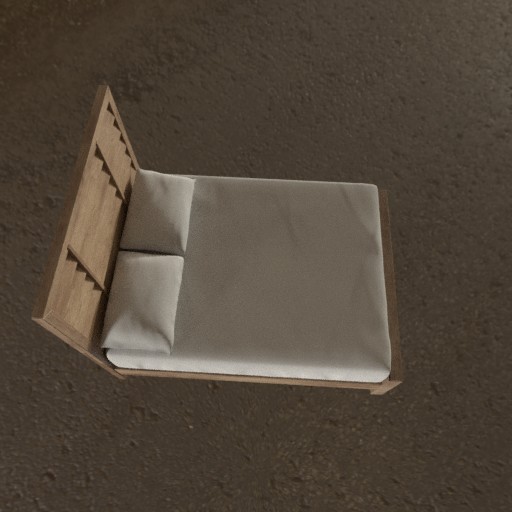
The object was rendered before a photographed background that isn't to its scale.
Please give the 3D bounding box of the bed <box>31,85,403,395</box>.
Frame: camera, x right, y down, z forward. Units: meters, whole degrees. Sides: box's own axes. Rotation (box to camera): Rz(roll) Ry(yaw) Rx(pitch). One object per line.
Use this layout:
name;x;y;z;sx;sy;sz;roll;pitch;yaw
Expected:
bed;0.000;0.000;3.301;2.197;1.626;1.626;3;64;1
